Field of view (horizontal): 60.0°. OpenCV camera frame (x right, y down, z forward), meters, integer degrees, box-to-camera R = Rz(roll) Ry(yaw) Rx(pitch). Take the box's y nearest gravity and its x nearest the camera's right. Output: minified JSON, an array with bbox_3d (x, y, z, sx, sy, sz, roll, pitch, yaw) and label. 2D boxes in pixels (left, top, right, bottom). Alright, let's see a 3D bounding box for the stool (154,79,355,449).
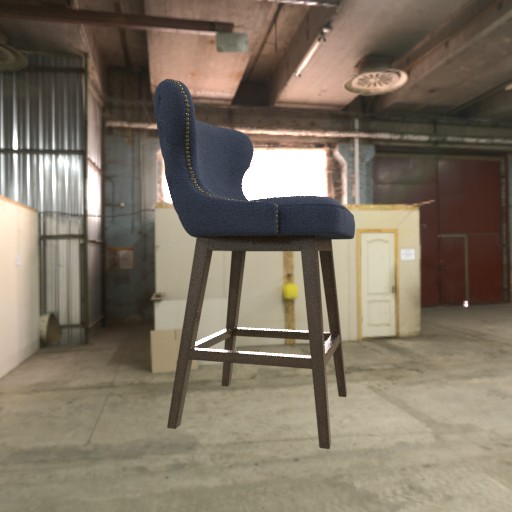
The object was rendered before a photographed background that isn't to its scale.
[{"bbox_3d":[0.000,0.000,1.408,0.597,0.972,0.615,0,0,17],"label":"stool"}]
